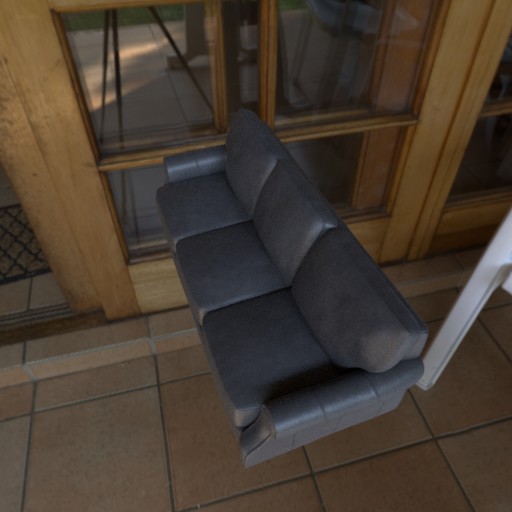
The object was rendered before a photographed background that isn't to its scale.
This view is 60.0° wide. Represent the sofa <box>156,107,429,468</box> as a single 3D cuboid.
[{"bbox_3d":[0.000,0.000,2.894,0.974,0.977,2.387,-15,47,-14],"label":"sofa"}]
